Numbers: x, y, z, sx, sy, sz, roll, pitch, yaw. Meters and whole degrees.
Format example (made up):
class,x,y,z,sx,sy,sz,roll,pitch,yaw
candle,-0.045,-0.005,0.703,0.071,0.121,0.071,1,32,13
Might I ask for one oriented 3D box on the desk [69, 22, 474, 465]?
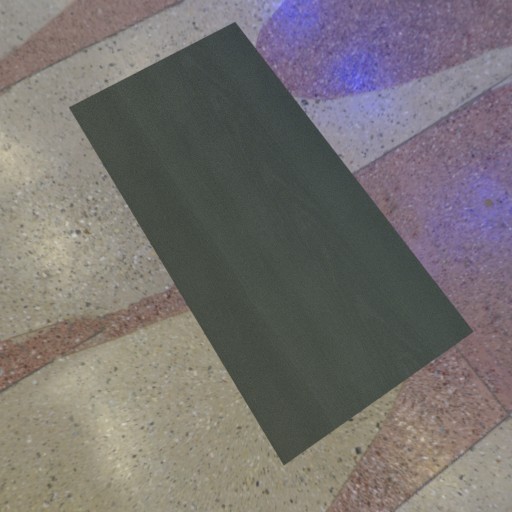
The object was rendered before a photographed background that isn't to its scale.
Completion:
class,x,y,z,sx,sy,sz,roll,pitch,yaw
desk,0.000,0.000,1.415,0.499,0.762,0.991,-32,76,-9
